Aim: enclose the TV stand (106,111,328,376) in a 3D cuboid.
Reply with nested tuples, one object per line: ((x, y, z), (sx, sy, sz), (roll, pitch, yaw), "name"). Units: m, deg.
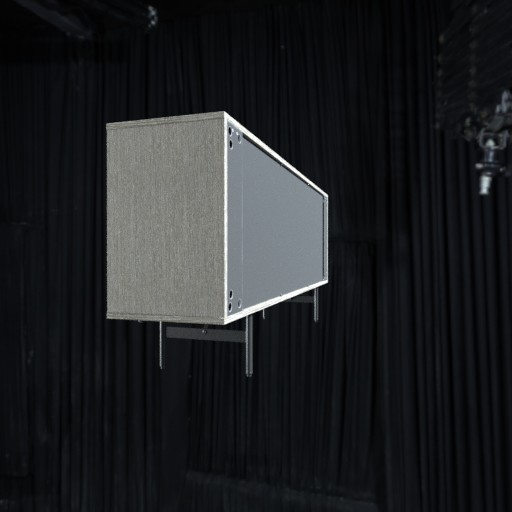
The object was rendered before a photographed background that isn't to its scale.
((0.000, 0.000, 2.110), (0.405, 0.787, 1.804), (0, 0, 18), "TV stand")
